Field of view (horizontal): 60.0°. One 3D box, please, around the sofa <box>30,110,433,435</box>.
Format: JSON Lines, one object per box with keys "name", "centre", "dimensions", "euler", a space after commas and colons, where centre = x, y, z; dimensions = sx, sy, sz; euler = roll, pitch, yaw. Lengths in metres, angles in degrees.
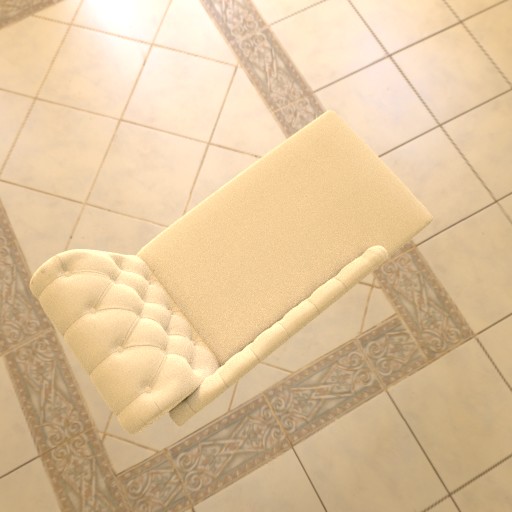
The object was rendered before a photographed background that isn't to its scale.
{"name": "sofa", "centre": [0.000, 0.000, 1.775], "dimensions": [1.379, 0.787, 0.675], "euler": [-37, 78, -9]}
